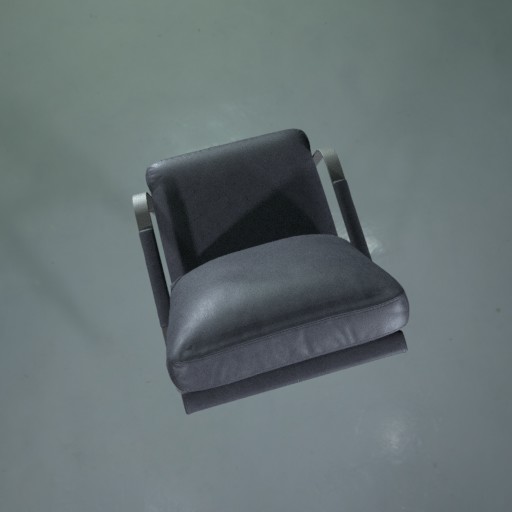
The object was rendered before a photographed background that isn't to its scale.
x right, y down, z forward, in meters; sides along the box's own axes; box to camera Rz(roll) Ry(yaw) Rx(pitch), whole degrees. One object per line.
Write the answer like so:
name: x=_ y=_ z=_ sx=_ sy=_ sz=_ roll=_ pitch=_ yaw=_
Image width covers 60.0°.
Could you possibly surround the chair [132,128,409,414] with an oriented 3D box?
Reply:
chair: x=0.000 y=0.000 z=1.494 sx=0.692 sy=0.839 sz=0.878 roll=-15 pitch=75 yaw=-4
